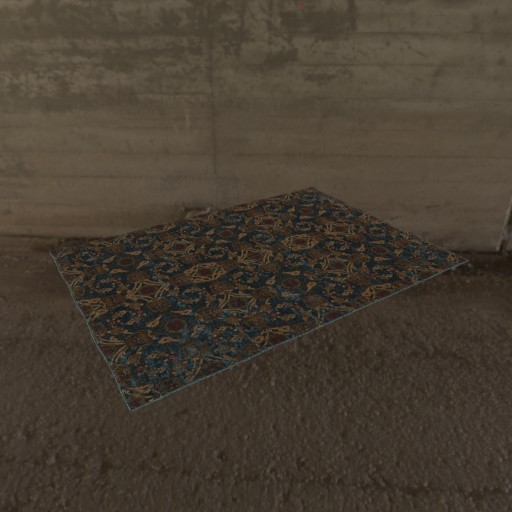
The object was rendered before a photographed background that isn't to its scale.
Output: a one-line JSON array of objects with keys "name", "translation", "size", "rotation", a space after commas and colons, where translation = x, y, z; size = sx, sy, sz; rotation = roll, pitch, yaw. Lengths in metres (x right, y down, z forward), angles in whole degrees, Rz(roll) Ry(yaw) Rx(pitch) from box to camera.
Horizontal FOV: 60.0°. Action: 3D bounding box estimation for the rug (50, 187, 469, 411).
[{"name": "rug", "translation": [0.000, 0.000, 4.256], "size": [3.291, 0.013, 2.337], "rotation": [-18, 34, -28]}]
